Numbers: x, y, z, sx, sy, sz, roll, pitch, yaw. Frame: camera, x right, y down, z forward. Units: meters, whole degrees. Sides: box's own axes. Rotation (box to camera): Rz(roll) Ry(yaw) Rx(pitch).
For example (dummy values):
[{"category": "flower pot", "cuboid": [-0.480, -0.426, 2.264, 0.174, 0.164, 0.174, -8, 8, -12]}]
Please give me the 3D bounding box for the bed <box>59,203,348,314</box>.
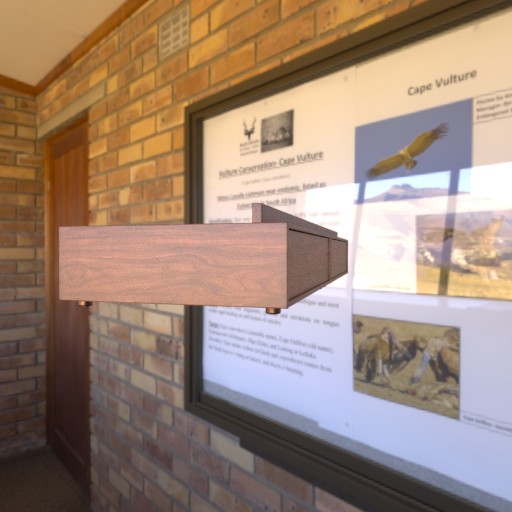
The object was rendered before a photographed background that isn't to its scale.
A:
[{"category": "bed", "cuboid": [0.000, 0.000, 2.337, 0.787, 0.326, 2.057, 0, 1, 16]}]
